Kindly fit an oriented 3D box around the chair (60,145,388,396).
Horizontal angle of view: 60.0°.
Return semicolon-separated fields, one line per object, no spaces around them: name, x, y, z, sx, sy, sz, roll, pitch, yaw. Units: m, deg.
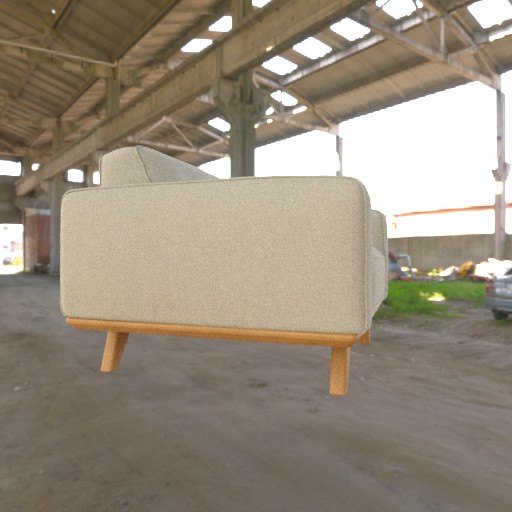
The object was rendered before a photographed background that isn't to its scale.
chair;0.000;0.000;1.734;0.953;0.779;1.115;0;0;19
